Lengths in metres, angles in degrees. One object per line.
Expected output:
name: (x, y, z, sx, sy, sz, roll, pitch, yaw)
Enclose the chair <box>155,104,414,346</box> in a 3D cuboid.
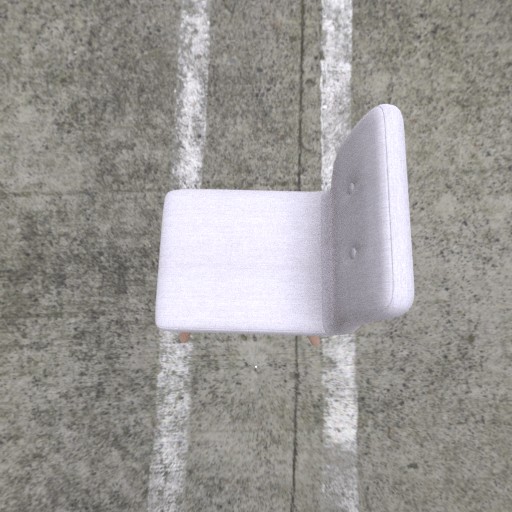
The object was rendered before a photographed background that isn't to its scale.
chair: (0.000, 0.000, 1.207, 0.550, 0.885, 0.435, 1, 76, 0)
